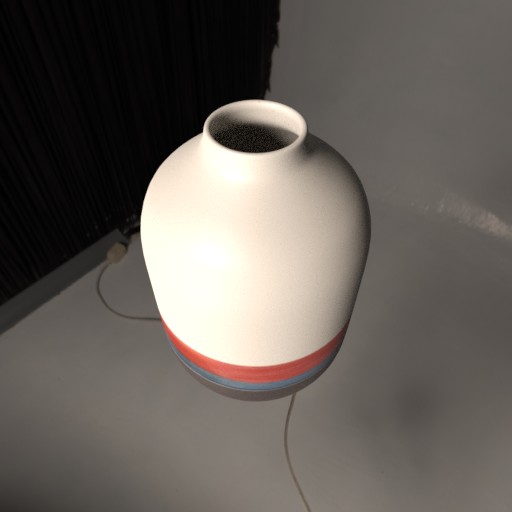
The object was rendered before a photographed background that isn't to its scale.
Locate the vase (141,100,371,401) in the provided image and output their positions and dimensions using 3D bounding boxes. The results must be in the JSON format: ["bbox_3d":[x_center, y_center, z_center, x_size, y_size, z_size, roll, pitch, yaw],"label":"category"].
[{"bbox_3d":[0.000,0.000,0.357,0.169,0.237,0.169,0,48,0],"label":"vase"}]
